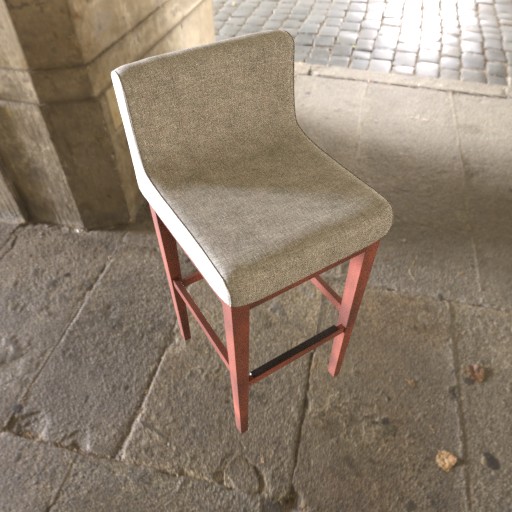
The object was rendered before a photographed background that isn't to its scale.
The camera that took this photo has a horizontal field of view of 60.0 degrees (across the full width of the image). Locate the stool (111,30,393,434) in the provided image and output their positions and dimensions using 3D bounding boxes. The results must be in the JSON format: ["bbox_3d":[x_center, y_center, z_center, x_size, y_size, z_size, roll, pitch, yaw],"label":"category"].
[{"bbox_3d":[0.000,0.000,1.193,0.426,0.965,0.499,-24,51,-21],"label":"stool"}]
